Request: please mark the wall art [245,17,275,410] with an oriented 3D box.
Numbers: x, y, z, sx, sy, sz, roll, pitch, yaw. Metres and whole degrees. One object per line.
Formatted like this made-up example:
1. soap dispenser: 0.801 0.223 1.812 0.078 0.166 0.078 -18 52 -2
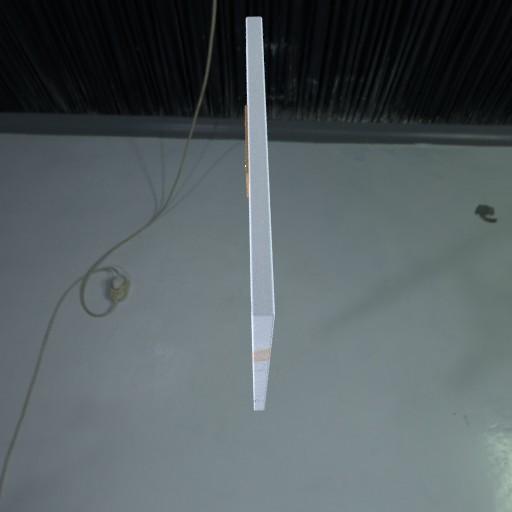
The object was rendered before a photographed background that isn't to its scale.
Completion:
1. wall art: 0.000 0.000 1.100 0.036 0.848 0.613 -1 63 -1
